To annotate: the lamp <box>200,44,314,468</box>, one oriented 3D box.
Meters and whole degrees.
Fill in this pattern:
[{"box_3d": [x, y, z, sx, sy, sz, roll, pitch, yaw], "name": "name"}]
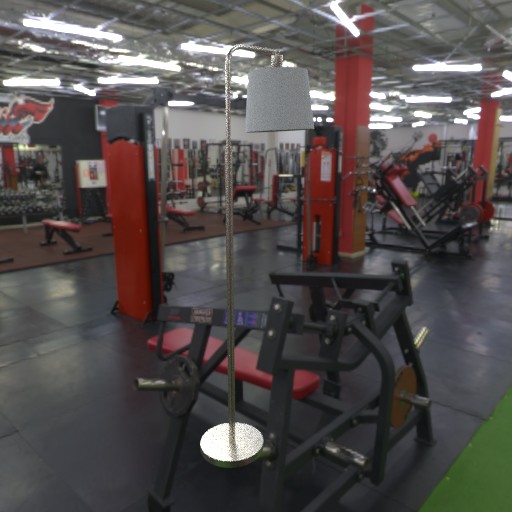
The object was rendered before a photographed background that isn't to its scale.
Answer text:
[{"box_3d": [0.000, 0.000, 1.664, 0.508, 1.478, 0.254, -12, 16, -44], "name": "lamp"}]
